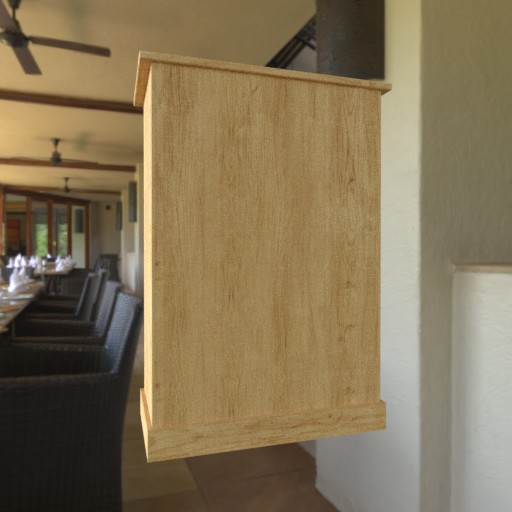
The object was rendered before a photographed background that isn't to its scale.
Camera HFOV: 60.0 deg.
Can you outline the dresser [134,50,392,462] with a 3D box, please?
[{"bbox_3d":[0.000,0.000,1.757,0.915,1.300,0.485,0,1,-17],"label":"dresser"}]
